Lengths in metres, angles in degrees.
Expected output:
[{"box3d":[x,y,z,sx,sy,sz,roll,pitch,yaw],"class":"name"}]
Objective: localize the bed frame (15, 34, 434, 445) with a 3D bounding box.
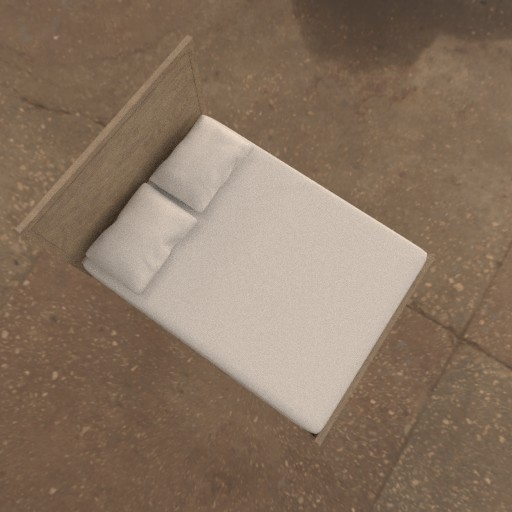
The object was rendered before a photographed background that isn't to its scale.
[{"box3d":[0.000,0.000,3.163,2.189,1.369,1.606,34,77,9],"class":"bed frame"}]
